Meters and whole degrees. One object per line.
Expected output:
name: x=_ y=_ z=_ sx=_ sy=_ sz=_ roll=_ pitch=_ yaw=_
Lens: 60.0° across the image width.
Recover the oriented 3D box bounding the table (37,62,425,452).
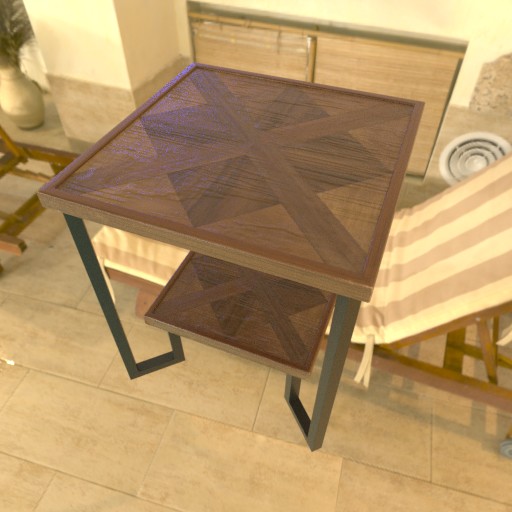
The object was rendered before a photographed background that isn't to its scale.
table: x=0.000 y=0.000 z=0.956 sx=0.503 sy=0.563 sz=0.503 roll=16 pitch=48 yaw=15
